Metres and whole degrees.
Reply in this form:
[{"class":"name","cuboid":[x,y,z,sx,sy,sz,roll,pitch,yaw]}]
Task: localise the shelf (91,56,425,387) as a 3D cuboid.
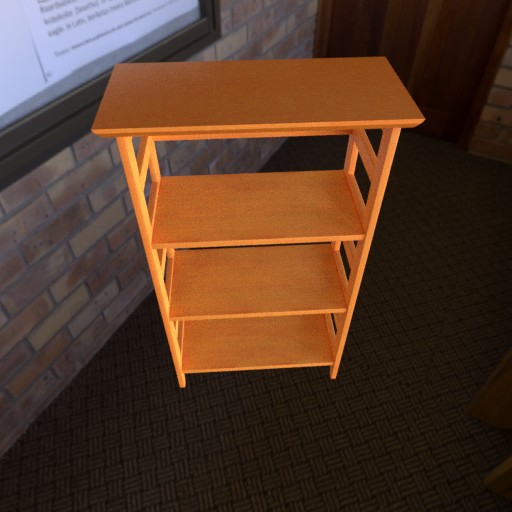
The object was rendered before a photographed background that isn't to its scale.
[{"class":"shelf","cuboid":[0.000,0.000,1.363,0.660,1.067,0.305,-3,46,-2]}]
